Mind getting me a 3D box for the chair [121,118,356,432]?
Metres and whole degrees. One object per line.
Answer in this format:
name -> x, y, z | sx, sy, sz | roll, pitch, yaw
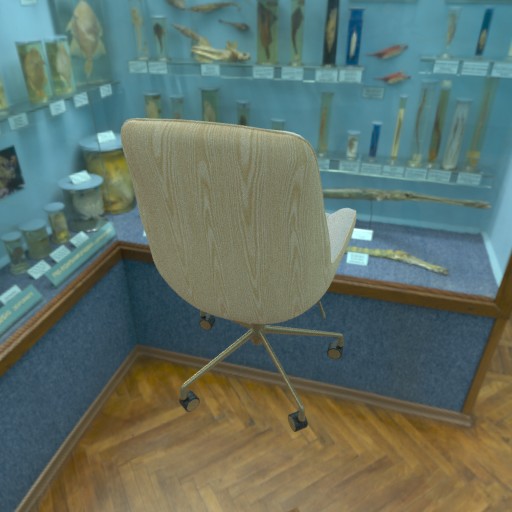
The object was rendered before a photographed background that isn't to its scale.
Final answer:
chair -> 0.000, 0.000, 1.330 | 0.564, 0.952, 0.668 | 10, 33, 15
